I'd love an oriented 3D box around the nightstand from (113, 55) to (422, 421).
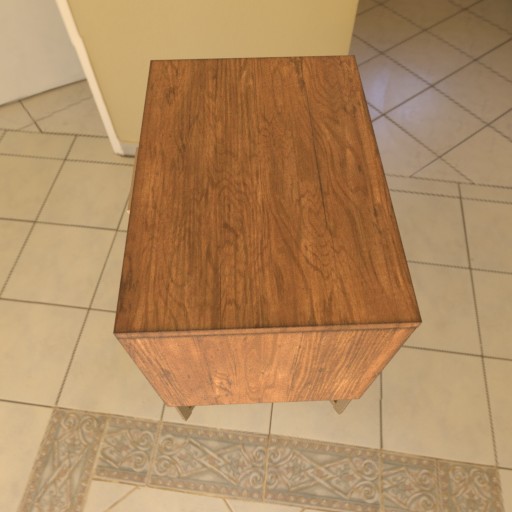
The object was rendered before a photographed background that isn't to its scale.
[{"bbox_3d":[0.000,0.000,1.036,0.446,0.610,0.610,-2,59,-1],"label":"nightstand"}]
